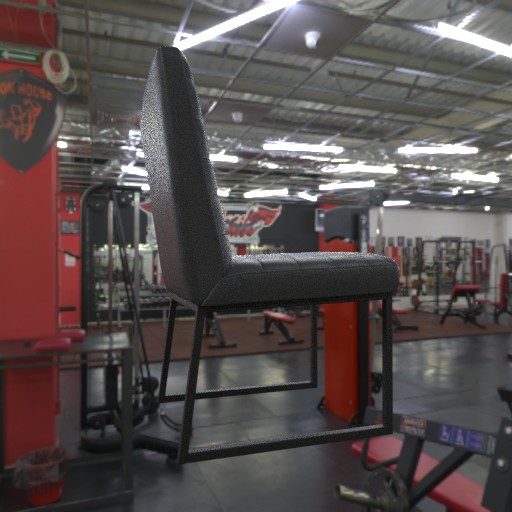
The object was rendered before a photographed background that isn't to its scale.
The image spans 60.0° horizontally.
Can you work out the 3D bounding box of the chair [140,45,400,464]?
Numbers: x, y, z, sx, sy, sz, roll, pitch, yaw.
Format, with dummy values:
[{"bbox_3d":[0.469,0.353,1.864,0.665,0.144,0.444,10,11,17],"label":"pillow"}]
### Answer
[{"bbox_3d":[0.000,0.000,1.284,0.634,0.930,0.520,0,-1,-18],"label":"chair"}]
